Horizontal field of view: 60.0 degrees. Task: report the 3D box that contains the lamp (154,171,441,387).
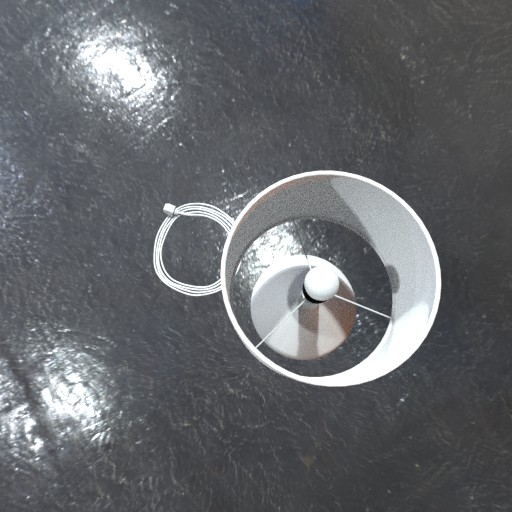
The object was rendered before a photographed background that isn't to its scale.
[{"bbox_3d":[0.000,0.000,0.852,0.401,0.457,0.546,-30,78,-7],"label":"lamp"}]
